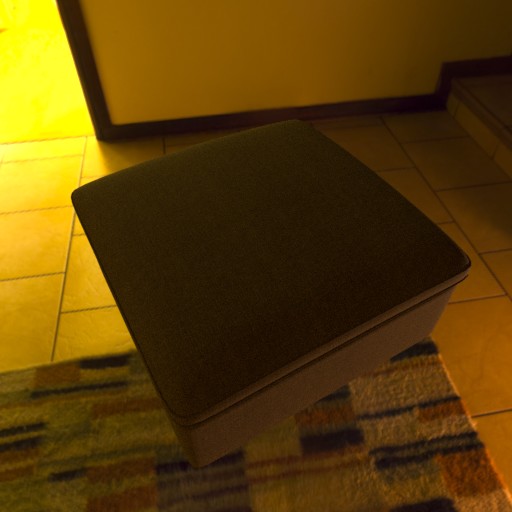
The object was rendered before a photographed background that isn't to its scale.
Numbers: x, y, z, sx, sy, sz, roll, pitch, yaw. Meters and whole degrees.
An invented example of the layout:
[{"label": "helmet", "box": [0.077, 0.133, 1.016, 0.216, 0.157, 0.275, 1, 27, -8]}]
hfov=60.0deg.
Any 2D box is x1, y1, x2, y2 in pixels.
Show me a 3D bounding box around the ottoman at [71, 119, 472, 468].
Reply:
[{"label": "ottoman", "box": [0.000, 0.000, 1.681, 1.067, 0.559, 1.067, -23, 51, -20]}]
